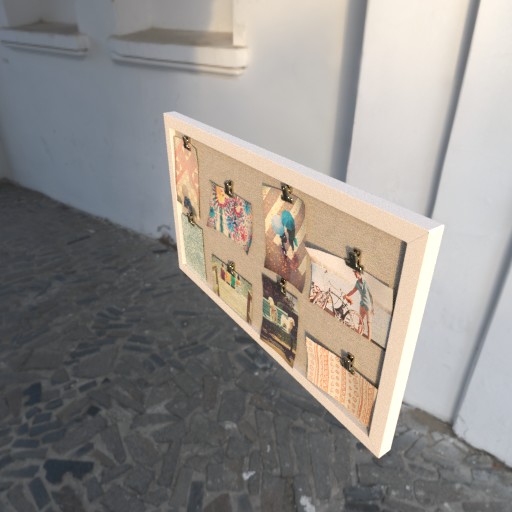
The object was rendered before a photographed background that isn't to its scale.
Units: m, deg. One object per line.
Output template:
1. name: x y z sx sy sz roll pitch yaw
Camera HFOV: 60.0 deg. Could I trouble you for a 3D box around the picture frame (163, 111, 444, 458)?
1. picture frame: 0.000 0.000 0.788 0.044 0.379 0.647 -20 36 -30
